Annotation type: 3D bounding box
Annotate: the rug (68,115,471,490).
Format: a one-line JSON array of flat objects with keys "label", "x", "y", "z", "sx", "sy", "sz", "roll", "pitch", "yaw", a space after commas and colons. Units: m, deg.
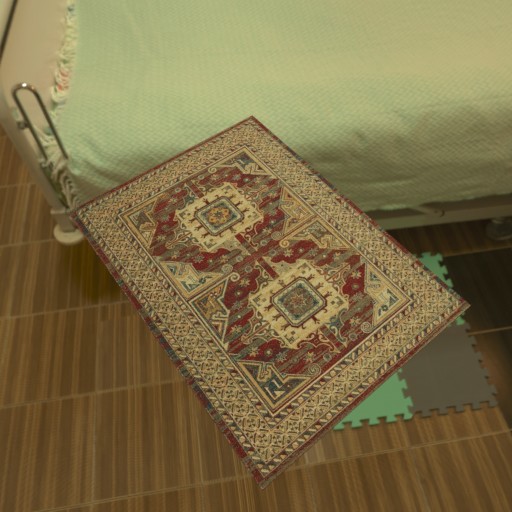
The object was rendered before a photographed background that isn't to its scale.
[{"label": "rug", "x": 0.000, "y": 0.000, "z": 4.247, "sx": 2.381, "sy": 0.013, "sz": 3.197, "roll": -33, "pitch": 64, "yaw": -19}]
